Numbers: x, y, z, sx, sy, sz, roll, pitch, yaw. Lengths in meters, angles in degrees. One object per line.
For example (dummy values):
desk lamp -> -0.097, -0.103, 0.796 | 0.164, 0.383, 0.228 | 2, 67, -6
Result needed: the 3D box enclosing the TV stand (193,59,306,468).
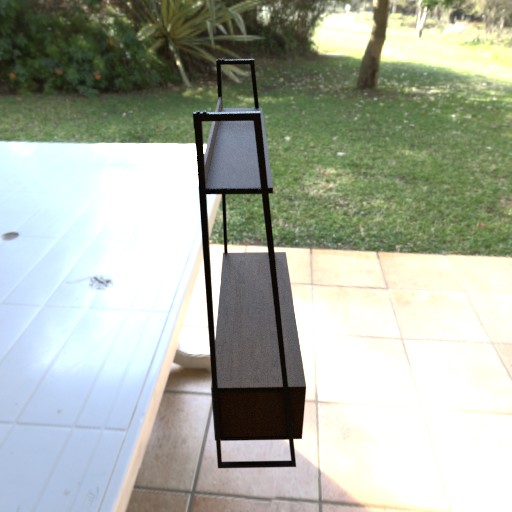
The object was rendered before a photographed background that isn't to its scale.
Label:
TV stand -> 0.000, 0.000, 2.346 | 0.432, 1.772, 1.250 | -1, 31, -1
